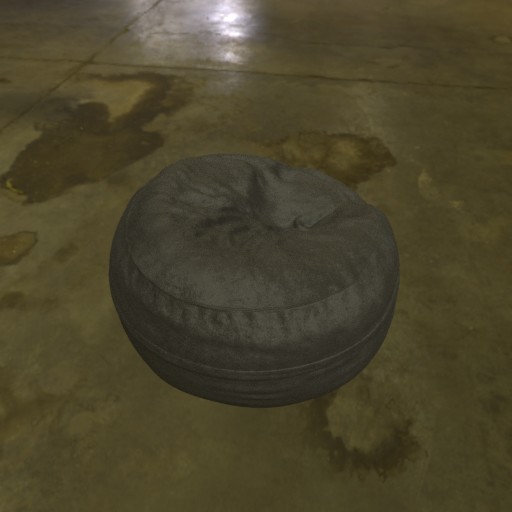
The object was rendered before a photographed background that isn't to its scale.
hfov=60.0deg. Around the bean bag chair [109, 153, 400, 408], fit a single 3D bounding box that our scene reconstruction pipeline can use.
[{"bbox_3d":[0.000,0.000,2.385,1.525,0.751,1.525,0,43,0],"label":"bean bag chair"}]
